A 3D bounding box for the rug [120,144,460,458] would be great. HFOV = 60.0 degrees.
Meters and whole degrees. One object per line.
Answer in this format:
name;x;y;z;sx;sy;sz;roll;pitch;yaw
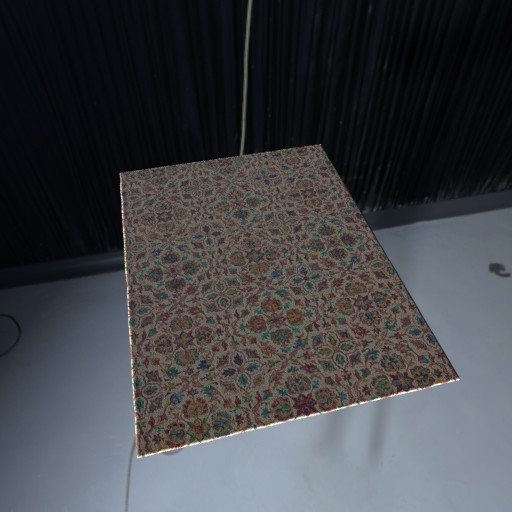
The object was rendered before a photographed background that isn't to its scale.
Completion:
rug;0.000;0.000;4.245;2.446;0.020;3.215;-10;49;-9
